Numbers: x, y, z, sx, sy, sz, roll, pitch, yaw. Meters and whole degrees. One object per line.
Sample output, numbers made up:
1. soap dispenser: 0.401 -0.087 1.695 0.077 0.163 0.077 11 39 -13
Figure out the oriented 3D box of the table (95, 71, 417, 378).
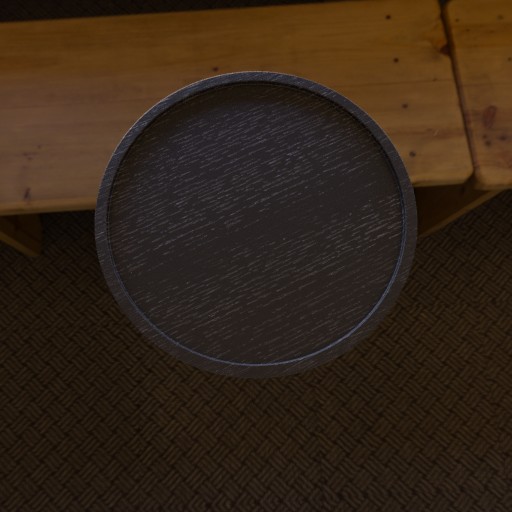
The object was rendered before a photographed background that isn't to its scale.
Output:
1. table: 0.000 0.000 0.772 0.399 0.460 0.399 0 76 0
